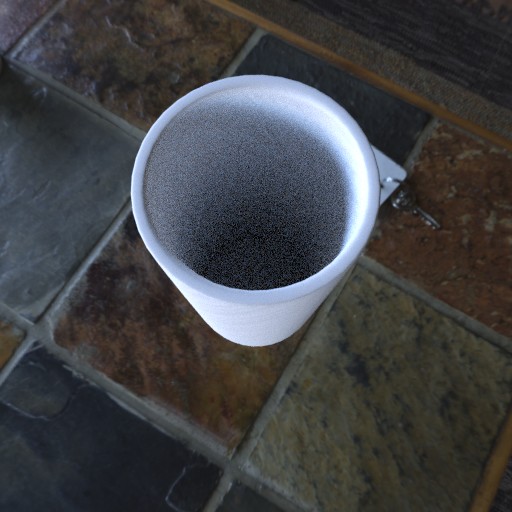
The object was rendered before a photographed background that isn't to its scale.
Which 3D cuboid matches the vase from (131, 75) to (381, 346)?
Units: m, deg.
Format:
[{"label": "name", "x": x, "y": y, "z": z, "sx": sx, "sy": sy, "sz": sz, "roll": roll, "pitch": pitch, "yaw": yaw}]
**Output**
[{"label": "vase", "x": 0.000, "y": 0.000, "z": 0.395, "sx": 0.143, "sy": 0.316, "sz": 0.143, "roll": 0, "pitch": 75, "yaw": 0}]
